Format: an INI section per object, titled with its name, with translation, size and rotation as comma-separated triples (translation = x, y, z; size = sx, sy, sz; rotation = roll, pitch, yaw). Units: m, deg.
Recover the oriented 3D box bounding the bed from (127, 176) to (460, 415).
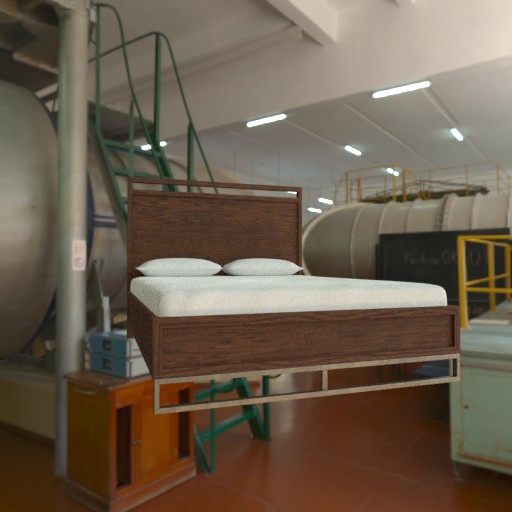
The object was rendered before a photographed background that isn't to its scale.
[bed]
translation = 0.000, 0.000, 3.357
size = 1.765, 1.487, 2.218
rotation = 0, -1, -19
